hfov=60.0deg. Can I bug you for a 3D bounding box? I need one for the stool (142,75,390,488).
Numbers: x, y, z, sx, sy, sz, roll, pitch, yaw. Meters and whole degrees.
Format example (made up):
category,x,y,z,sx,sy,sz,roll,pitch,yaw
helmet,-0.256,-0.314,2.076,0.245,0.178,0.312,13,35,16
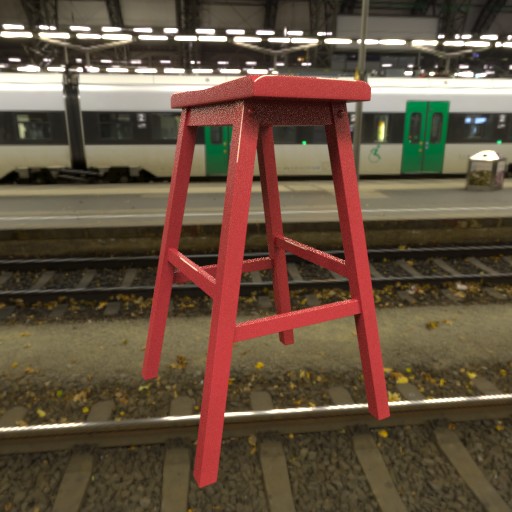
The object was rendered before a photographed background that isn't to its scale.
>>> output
category,x,y,z,sx,sy,sz,roll,pitch,yaw
stool,0.000,0.000,1.036,0.476,0.737,0.457,-8,18,-26
